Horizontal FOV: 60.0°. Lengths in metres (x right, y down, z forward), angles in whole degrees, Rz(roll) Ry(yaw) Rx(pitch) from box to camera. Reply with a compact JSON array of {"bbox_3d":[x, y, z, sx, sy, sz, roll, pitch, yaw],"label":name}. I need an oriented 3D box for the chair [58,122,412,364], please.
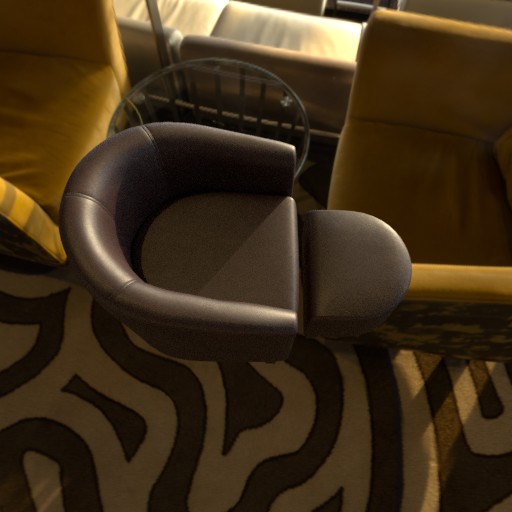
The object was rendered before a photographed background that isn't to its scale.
[{"bbox_3d":[0.000,0.000,1.644,1.176,0.755,0.737,2,64,1],"label":"chair"}]
